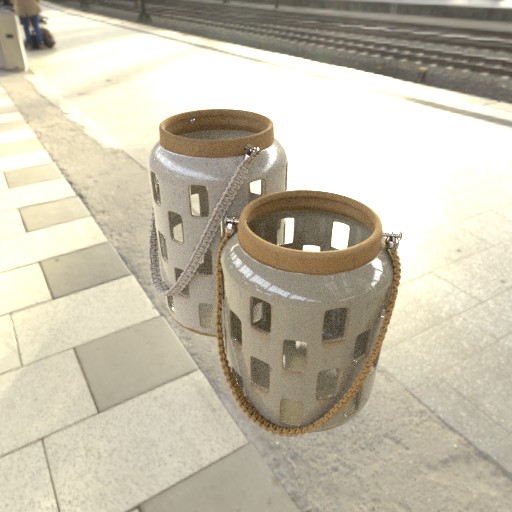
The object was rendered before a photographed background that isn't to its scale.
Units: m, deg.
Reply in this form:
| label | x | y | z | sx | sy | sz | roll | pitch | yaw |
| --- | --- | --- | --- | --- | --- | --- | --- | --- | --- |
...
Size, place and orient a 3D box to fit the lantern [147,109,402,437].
| label | x | y | z | sx | sy | sz | roll | pitch | yaw |
| --- | --- | --- | --- | --- | --- | --- | --- | --- | --- |
| lantern | 0.000 | 0.000 | 0.500 | 0.184 | 0.255 | 0.347 | -20 | 37 | -28 |
